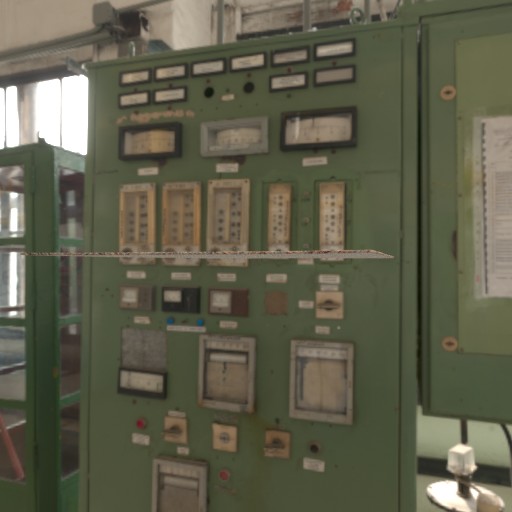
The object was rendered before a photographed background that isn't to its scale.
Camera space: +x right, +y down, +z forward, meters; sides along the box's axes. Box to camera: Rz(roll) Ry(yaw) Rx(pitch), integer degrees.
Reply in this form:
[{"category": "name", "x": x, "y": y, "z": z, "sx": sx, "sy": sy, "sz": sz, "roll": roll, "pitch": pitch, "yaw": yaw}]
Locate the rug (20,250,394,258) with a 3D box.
[{"category": "rug", "x": 0.000, "y": 0.000, "z": 4.239, "sx": 2.436, "sy": 0.024, "sz": 3.226, "roll": 0, "pitch": -1, "yaw": 19}]
